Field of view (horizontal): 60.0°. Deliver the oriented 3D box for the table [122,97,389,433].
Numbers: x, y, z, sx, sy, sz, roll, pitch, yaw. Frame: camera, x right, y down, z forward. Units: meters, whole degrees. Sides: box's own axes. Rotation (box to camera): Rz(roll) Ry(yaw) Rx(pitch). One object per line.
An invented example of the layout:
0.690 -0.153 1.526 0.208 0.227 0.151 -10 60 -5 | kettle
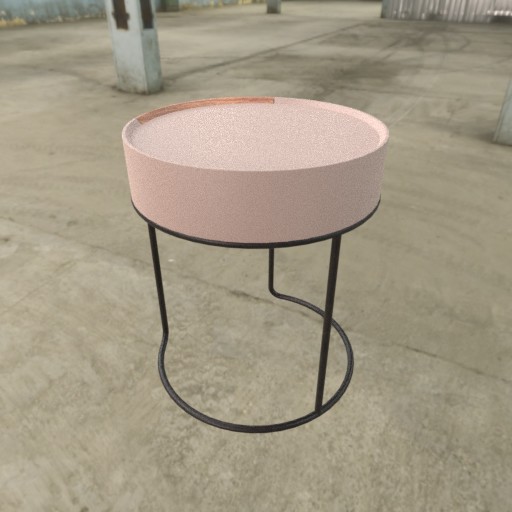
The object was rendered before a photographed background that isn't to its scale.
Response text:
0.000 0.000 0.901 0.450 0.530 0.450 0 31 0 | table
